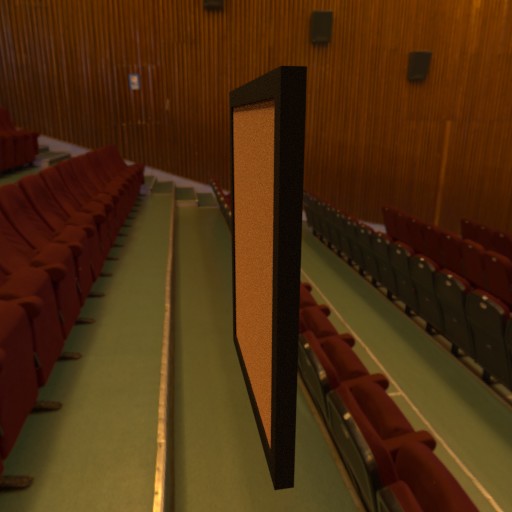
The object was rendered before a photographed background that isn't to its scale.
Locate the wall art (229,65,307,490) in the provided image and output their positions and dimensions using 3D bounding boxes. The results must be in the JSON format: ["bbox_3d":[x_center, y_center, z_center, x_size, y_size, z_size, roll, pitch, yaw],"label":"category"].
[{"bbox_3d":[0.000,0.000,0.767,0.029,0.559,0.457,-3,17,-10],"label":"wall art"}]
